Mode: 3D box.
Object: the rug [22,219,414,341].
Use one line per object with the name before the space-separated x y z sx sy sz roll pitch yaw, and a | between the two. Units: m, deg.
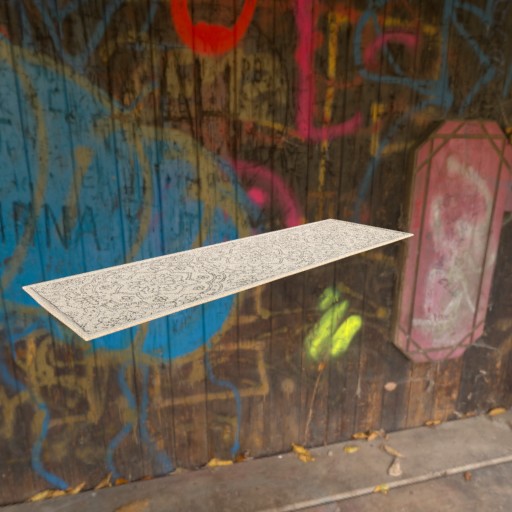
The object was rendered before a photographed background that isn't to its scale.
rug | 0.000 0.000 2.710 2.448 0.012 0.769 -15 22 -41
